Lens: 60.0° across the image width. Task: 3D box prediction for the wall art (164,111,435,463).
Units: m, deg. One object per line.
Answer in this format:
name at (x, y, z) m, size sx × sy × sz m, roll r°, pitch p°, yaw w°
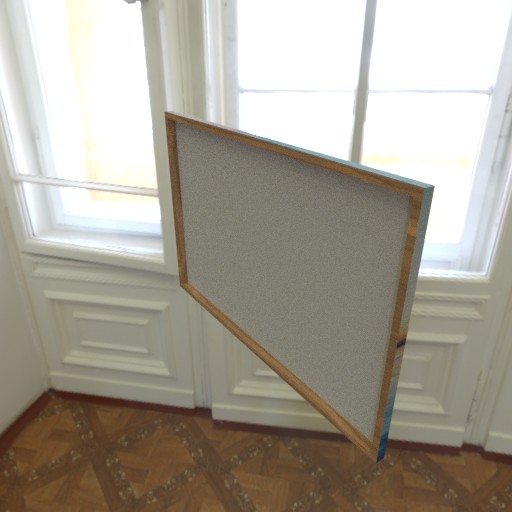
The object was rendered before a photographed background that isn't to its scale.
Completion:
wall art at (0.000, 0.000, 1.424) m, size 0.034 × 0.756 × 1.137 m, roll -18°, pitch 32°, yaw -31°
